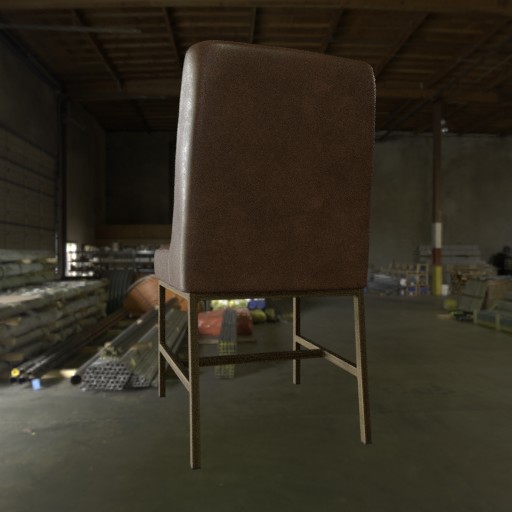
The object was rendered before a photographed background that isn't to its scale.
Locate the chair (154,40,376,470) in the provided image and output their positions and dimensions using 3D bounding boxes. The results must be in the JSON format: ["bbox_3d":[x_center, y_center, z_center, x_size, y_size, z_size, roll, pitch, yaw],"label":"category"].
[{"bbox_3d":[0.000,0.000,1.215,0.508,0.889,0.587,0,0,-17],"label":"chair"}]
